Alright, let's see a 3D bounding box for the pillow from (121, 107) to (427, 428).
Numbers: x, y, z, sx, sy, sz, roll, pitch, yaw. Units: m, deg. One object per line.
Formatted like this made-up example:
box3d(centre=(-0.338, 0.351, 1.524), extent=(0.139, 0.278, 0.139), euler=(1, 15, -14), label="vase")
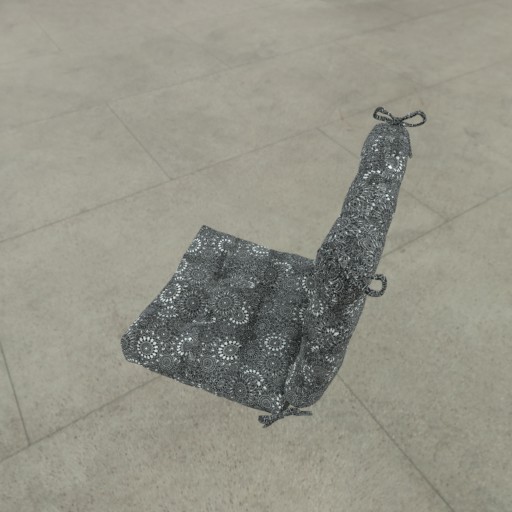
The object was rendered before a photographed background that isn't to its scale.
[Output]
box3d(centre=(0.000, 0.000, 1.027), extent=(0.571, 0.605, 0.519), euler=(16, 48, 15), label="pillow")
